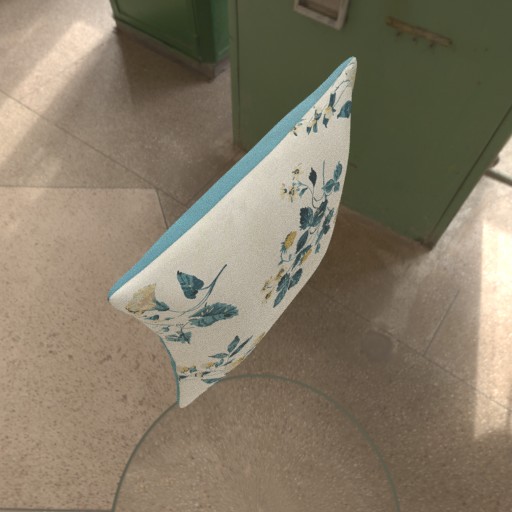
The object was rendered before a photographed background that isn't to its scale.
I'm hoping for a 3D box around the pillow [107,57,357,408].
[{"bbox_3d":[0.000,0.000,0.800,0.166,0.507,0.526,33,65,18],"label":"pillow"}]
